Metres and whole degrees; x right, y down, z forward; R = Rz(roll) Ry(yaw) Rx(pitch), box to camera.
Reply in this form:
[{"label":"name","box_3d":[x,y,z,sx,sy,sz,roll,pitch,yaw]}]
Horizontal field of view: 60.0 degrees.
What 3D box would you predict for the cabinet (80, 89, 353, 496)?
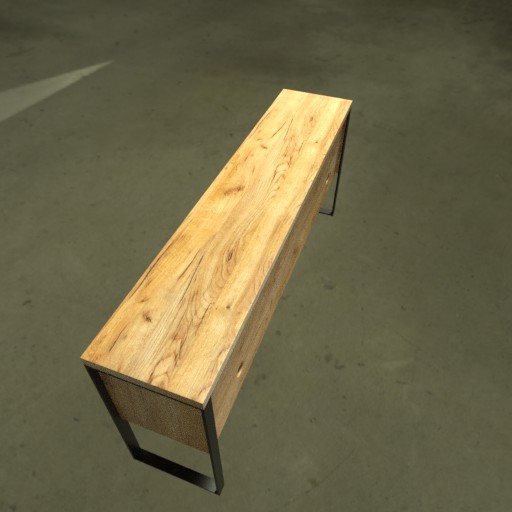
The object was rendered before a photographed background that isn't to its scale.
[{"label":"cabinet","box_3d":[0.000,0.000,2.059,0.395,0.762,1.800,15,47,15]}]
